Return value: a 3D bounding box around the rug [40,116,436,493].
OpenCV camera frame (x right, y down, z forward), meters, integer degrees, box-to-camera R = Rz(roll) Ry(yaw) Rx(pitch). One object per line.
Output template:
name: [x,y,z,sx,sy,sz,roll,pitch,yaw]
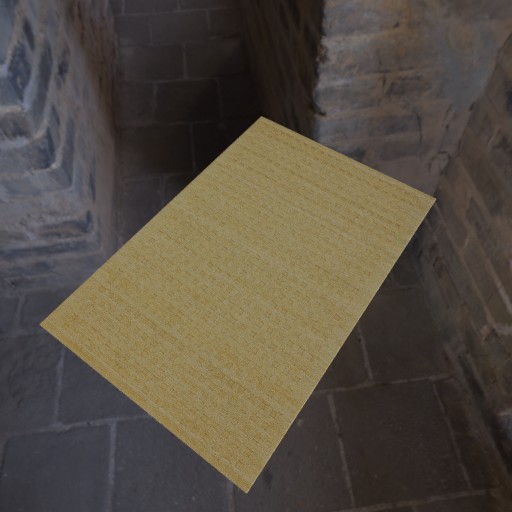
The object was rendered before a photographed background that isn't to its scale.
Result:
rug: [0.000,0.000,2.897,1.524,0.006,2.286,31,62,19]
